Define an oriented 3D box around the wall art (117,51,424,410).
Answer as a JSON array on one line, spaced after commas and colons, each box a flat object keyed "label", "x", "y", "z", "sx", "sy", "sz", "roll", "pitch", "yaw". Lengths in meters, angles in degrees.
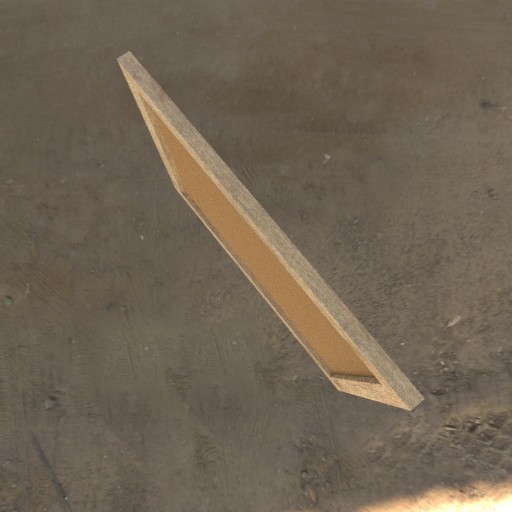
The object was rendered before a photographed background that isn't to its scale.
[{"label": "wall art", "x": 0.000, "y": 0.000, "z": 0.912, "sx": 0.026, "sy": 0.535, "sz": 0.690, "roll": -38, "pitch": 79, "yaw": -9}]
